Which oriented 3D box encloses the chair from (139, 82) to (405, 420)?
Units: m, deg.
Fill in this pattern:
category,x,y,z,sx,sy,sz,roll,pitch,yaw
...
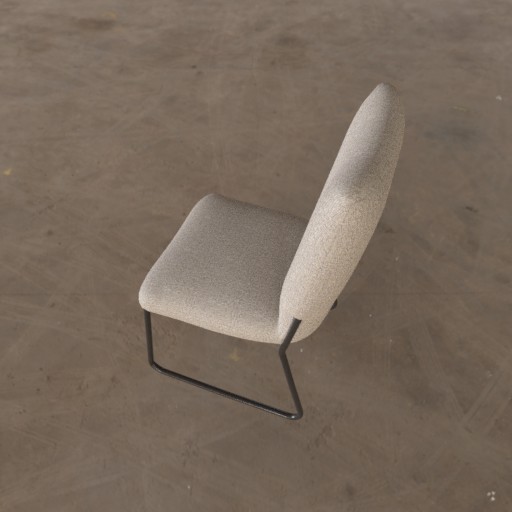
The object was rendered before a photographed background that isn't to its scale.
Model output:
category,x,y,z,sx,sy,sz,roll,pitch,yaw
chair,0.000,0.000,1.168,0.560,0.864,0.448,16,50,13
